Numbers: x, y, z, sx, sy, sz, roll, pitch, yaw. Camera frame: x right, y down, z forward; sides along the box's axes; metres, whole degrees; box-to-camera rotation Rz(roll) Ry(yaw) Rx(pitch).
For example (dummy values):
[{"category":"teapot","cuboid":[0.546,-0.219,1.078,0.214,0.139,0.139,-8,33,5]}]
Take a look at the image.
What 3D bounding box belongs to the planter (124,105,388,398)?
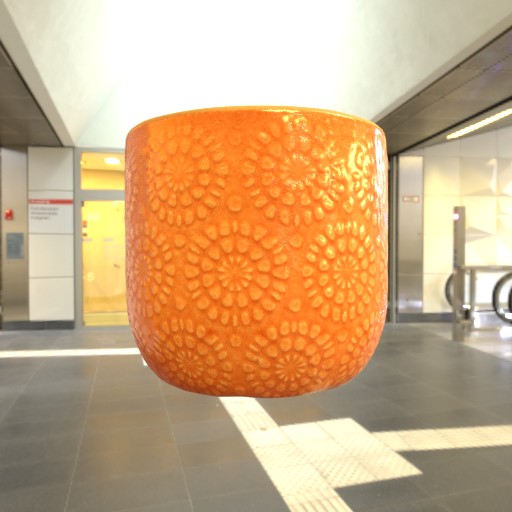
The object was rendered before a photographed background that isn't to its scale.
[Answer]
[{"category":"planter","cuboid":[0.000,0.000,0.290,0.170,0.152,0.170,0,1,0]}]
